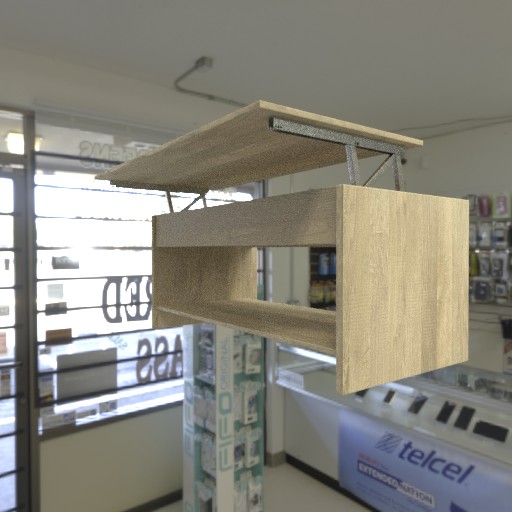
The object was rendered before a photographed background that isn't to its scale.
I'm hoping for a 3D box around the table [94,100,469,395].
[{"bbox_3d":[0.000,0.000,1.405,0.712,0.570,1.000,-1,1,-36],"label":"table"}]
